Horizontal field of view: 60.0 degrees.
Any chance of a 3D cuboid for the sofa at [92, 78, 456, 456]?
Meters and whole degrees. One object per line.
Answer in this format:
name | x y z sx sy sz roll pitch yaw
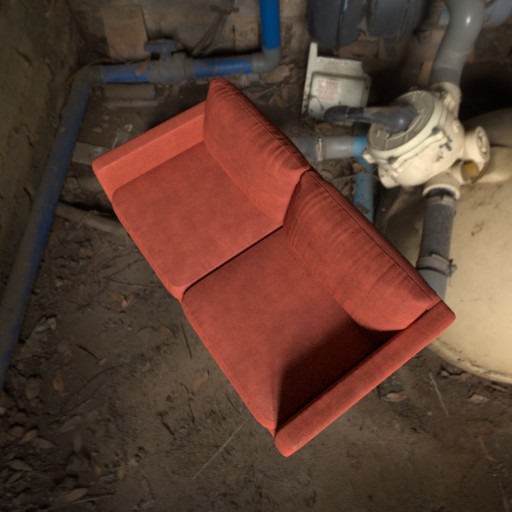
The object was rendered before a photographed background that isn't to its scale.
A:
sofa | 0.000 0.000 2.116 0.864 0.896 1.574 -33 69 -15
